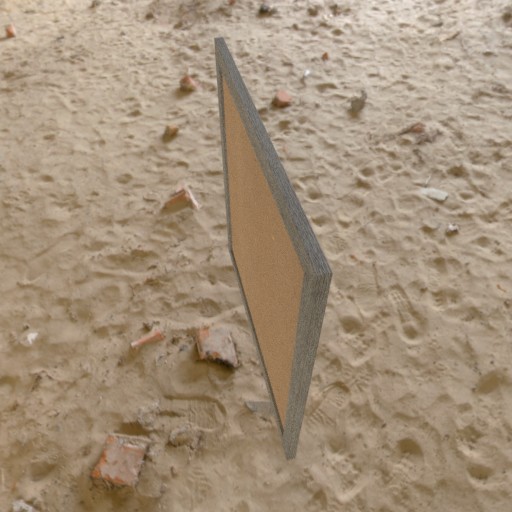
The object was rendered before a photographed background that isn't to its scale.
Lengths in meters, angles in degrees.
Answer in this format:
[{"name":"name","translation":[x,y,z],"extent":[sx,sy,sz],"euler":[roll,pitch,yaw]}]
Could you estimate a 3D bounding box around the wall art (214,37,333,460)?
[{"name":"wall art","translation":[0.000,0.000,1.000],"extent":[0.020,0.685,0.685],"euler":[-10,49,-9]}]
